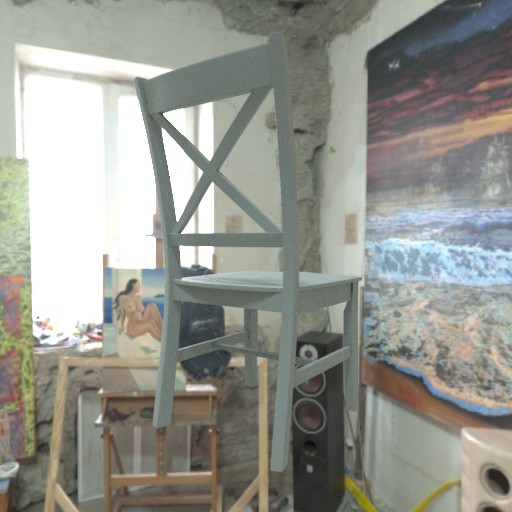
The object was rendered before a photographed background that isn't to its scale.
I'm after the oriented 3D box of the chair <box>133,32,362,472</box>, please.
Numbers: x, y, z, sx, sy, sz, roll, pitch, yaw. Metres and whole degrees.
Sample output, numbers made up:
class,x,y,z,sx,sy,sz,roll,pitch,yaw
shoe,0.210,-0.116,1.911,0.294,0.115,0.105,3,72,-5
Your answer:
class,x,y,z,sx,sy,sz,roll,pitch,yaw
chair,0.000,0.000,1.305,0.485,0.983,0.542,2,3,36
